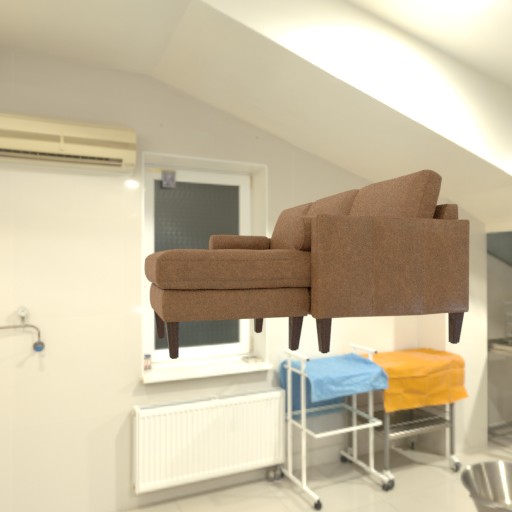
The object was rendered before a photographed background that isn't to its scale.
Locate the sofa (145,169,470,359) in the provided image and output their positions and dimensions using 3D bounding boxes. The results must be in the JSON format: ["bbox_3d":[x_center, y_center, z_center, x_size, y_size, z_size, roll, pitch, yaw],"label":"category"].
[{"bbox_3d":[0.000,0.000,2.958,1.506,0.876,2.178,0,0,-18],"label":"sofa"}]
